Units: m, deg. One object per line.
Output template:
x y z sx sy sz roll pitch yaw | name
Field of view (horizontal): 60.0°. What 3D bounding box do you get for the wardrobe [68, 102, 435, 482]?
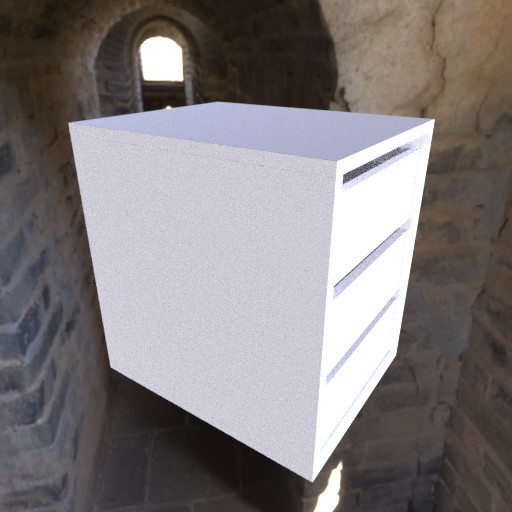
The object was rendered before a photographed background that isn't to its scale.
0.000 0.000 0.882 0.500 0.520 0.400 16 30 31 | wardrobe
